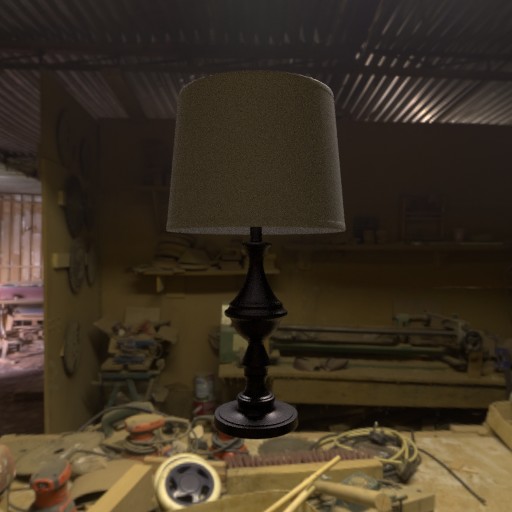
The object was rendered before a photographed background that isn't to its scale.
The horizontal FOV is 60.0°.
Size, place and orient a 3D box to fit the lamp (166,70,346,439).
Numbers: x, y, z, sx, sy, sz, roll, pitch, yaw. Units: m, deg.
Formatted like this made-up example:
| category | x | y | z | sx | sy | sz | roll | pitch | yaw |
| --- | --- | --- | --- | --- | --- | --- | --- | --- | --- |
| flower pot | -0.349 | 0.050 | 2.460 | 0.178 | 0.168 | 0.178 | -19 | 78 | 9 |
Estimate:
| category | x | y | z | sx | sy | sz | roll | pitch | yaw |
| --- | --- | --- | --- | --- | --- | --- | --- | --- | --- |
| lamp | 0.000 | 0.000 | 0.967 | 0.383 | 0.726 | 0.383 | 0 | 1 | 0 |
